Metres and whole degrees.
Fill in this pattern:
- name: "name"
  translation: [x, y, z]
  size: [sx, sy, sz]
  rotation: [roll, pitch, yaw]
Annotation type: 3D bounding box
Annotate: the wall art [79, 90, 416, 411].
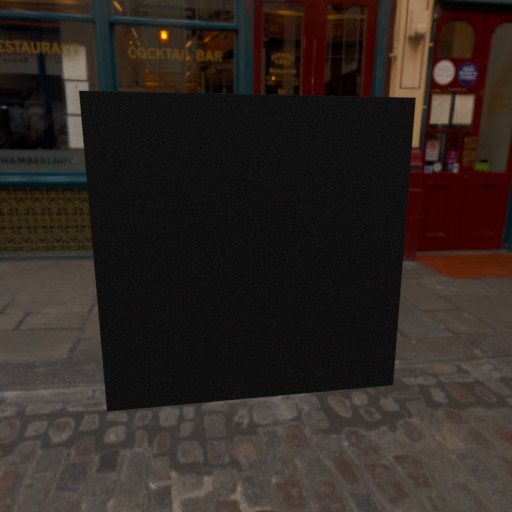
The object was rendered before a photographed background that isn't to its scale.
- name: "wall art"
  translation: [0.000, 0.000, 0.669]
  size: [0.462, 0.458, 0.030]
  rotation: [-2, 14, -9]
